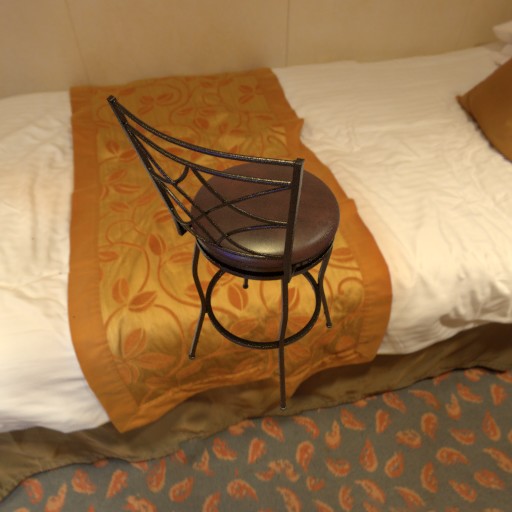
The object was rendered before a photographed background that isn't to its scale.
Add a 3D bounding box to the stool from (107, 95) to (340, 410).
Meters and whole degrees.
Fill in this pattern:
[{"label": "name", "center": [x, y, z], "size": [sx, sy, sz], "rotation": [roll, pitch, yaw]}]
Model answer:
[{"label": "stool", "center": [0.000, 0.000, 1.349], "size": [0.434, 1.117, 0.534], "rotation": [23, 52, 20]}]
